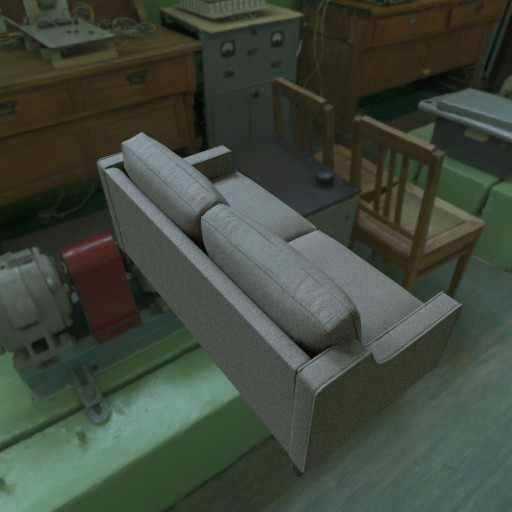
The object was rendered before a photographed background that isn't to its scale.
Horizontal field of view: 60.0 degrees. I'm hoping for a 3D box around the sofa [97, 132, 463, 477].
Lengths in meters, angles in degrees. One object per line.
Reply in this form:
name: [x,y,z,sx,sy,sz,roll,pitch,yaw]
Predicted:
sofa: [0.000,0.000,2.773,1.073,1.074,2.181,-26,47,-27]
